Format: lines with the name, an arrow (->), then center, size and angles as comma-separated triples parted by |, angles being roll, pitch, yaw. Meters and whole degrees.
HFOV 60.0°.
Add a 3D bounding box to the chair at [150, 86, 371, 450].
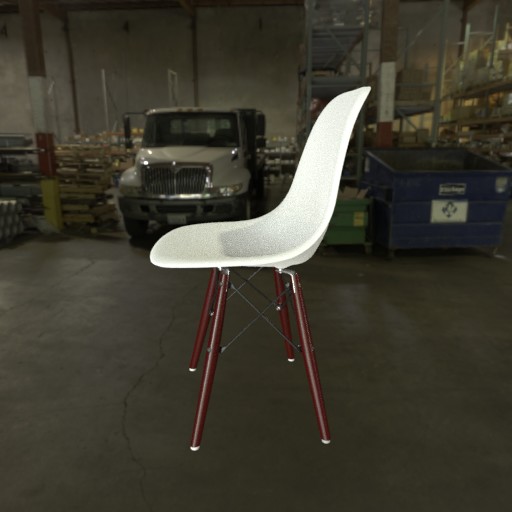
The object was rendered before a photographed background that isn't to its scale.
chair -> 0.000, 0.000, 1.153 | 0.533, 0.826, 0.470 | -2, 14, -9
